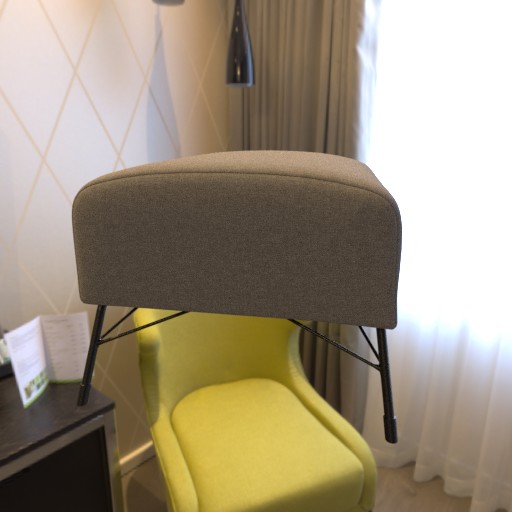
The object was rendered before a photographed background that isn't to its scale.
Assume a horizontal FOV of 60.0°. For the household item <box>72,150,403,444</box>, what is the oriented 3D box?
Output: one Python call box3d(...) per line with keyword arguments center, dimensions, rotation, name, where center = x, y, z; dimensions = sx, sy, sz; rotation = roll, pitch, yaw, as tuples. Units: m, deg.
box3d(center=(0.000, 0.000, 0.902), dimensions=(0.530, 0.410, 0.530), rotation=(3, 16, 10), name="household item")
